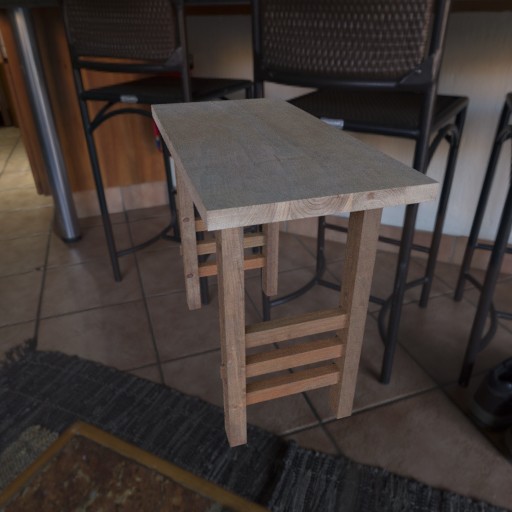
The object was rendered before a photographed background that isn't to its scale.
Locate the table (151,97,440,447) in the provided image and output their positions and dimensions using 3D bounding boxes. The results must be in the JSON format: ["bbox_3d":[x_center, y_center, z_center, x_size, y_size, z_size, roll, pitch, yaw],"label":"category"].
[{"bbox_3d":[0.000,0.000,1.656,0.556,0.914,1.119,-9,31,-15],"label":"table"}]
